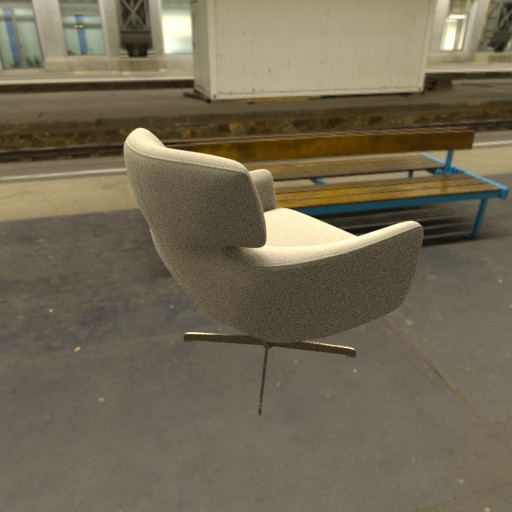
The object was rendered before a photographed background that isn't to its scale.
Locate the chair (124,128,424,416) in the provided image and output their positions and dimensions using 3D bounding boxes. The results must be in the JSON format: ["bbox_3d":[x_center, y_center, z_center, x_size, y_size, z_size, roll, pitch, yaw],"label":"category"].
[{"bbox_3d":[0.000,0.000,1.430,0.730,0.810,0.760,-19,33,-33],"label":"chair"}]
